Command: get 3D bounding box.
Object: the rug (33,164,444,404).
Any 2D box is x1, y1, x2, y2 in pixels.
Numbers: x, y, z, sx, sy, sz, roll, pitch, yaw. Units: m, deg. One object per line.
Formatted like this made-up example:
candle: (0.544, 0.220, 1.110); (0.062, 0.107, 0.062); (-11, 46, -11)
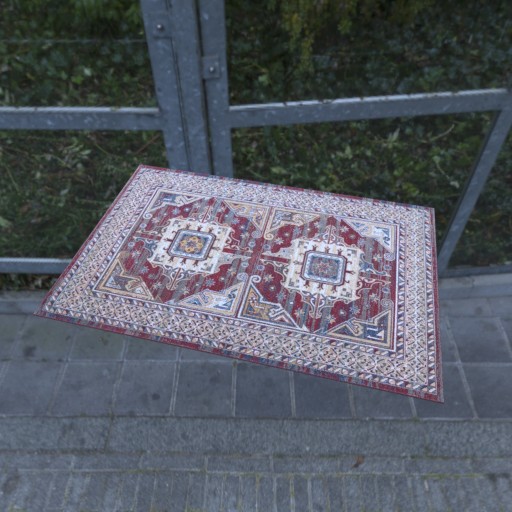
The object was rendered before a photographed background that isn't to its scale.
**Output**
rug: (0.000, 0.000, 5.778); (4.578, 0.033, 3.033); (10, 48, 9)
